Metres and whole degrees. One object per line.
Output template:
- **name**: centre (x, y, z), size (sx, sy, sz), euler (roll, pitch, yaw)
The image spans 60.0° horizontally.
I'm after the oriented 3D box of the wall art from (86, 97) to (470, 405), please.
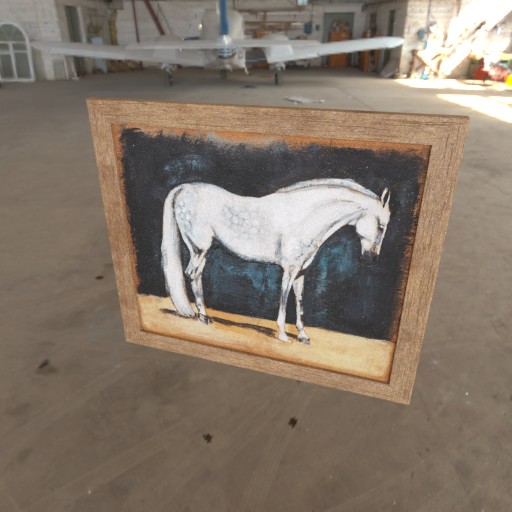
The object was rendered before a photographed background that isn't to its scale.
- **wall art**: centre (0.000, 0.000, 0.910), size (0.690, 0.588, 0.026), euler (9, 28, 16)
